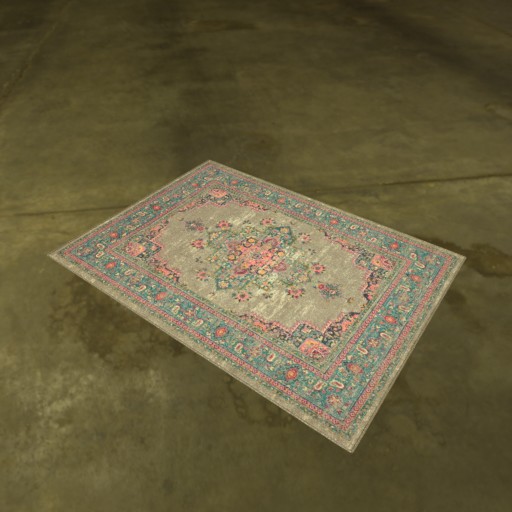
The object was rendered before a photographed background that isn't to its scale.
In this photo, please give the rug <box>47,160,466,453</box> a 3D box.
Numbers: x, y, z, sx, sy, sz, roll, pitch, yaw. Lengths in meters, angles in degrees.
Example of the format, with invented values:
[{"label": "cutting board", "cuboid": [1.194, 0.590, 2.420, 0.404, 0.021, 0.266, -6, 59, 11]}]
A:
[{"label": "rug", "cuboid": [0.000, 0.000, 2.883, 2.214, 0.013, 1.609, 26, 47, 27]}]
